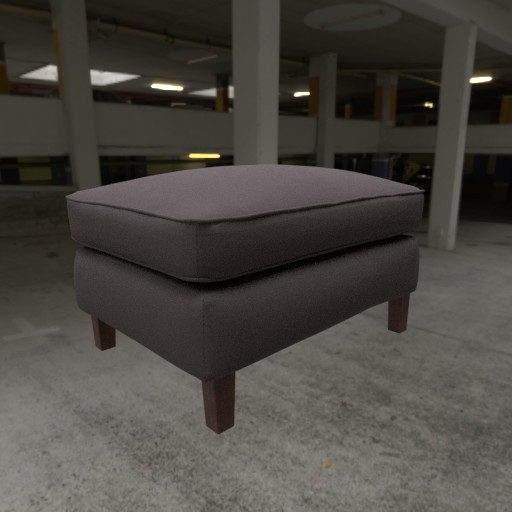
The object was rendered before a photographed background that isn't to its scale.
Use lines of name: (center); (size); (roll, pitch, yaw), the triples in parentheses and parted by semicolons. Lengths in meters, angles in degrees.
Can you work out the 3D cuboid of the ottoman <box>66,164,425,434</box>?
ottoman: (0.000, 0.000, 1.011); (0.686, 0.406, 0.508); (-13, 19, -42)
